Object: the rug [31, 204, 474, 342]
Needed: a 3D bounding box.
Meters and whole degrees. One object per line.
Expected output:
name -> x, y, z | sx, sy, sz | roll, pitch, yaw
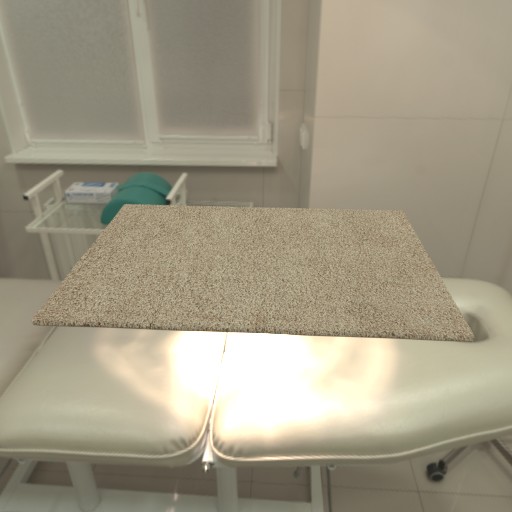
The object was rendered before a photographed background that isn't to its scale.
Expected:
rug -> 0.000, 0.000, 2.293 | 1.778, 0.030, 1.219 | 2, 30, 3
